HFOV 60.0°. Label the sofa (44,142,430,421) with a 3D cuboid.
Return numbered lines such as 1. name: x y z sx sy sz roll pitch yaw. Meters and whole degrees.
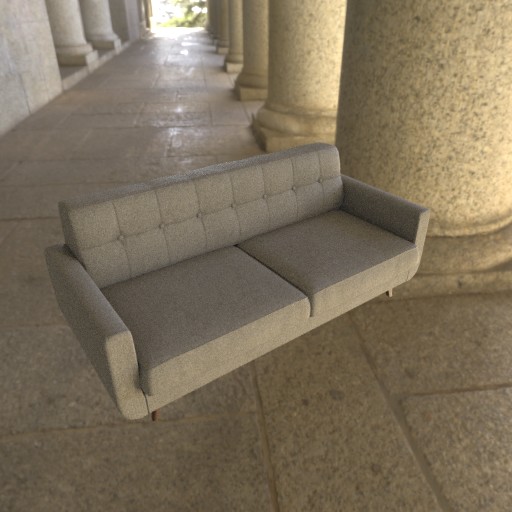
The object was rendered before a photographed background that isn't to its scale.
1. sofa: 0.000 0.000 2.575 2.055 0.873 0.968 -20 36 -31
